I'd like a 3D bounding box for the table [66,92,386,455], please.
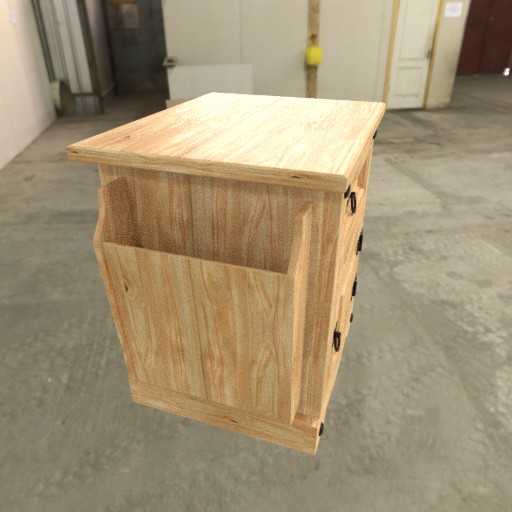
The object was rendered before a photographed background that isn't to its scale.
[{"bbox_3d":[0.000,0.000,0.860,0.380,0.515,0.530,10,30,17],"label":"table"}]
